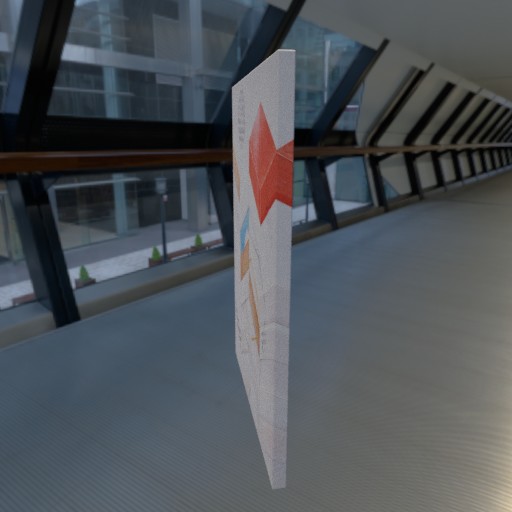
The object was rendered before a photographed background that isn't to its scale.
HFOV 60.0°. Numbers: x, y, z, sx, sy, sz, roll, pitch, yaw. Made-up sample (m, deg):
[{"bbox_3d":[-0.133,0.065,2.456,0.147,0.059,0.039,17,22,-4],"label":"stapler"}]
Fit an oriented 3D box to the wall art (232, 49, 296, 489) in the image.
[{"bbox_3d":[0.000,0.000,1.108,0.036,0.848,0.613,-3,16,-9],"label":"wall art"}]
